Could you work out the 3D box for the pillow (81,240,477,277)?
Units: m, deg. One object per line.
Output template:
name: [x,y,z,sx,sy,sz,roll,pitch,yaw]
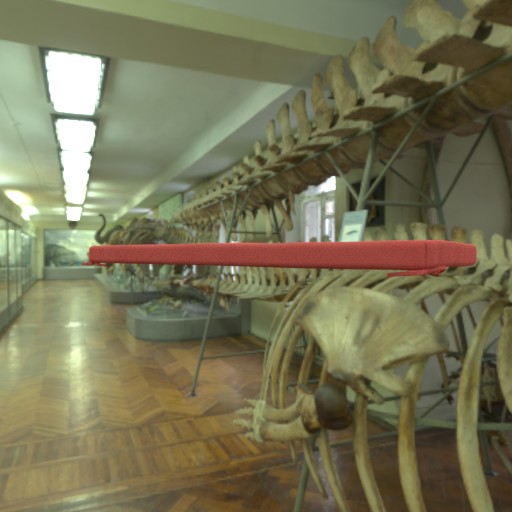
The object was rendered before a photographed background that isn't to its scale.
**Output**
pillow: [0.000,0.000,1.355,1.187,0.081,0.492,0,1,37]
